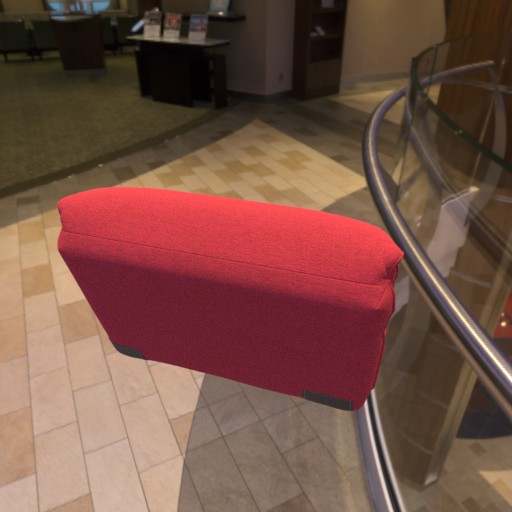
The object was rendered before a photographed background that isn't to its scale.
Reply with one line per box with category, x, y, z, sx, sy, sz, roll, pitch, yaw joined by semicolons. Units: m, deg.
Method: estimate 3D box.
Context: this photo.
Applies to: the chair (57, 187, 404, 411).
chair;0.000;0.000;1.359;0.820;0.580;0.780;10;33;15
